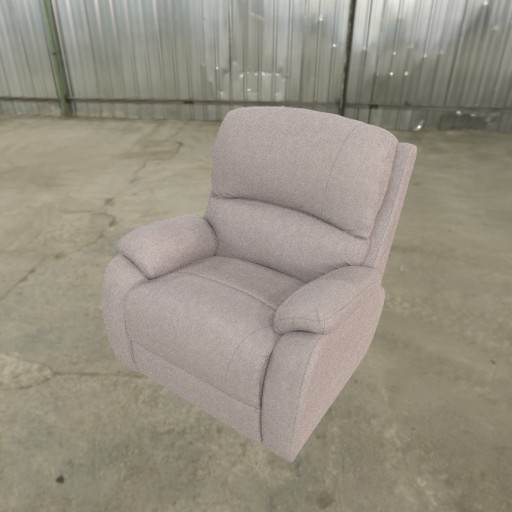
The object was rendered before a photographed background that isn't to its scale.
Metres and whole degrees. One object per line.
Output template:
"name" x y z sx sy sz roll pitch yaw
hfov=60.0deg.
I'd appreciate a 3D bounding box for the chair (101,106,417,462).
"chair" 0.000 0.000 1.740 0.930 1.011 0.899 19 35 29
